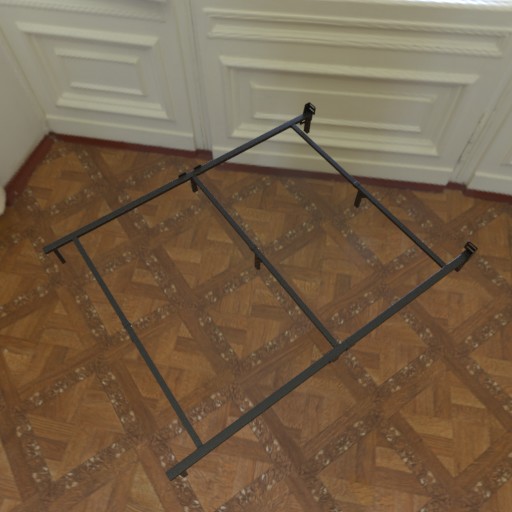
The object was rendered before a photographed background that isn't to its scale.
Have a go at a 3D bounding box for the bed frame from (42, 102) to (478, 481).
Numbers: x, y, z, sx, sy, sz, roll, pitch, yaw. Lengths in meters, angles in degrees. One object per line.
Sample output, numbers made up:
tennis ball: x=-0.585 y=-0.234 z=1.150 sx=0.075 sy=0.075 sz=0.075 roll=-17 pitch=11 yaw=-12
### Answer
bed frame: x=0.000 y=0.000 z=2.598 sx=1.990 sy=0.248 sz=1.498 roll=-32 pitch=64 yaw=-17
